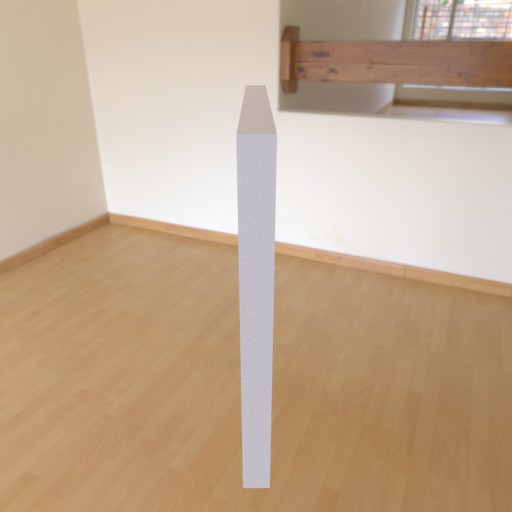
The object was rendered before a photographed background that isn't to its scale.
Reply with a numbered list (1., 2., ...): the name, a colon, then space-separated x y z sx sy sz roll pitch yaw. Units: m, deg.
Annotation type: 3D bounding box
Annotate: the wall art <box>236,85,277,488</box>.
1. wall art: 0.000 0.000 0.534 0.027 0.355 0.355 0 26 0
